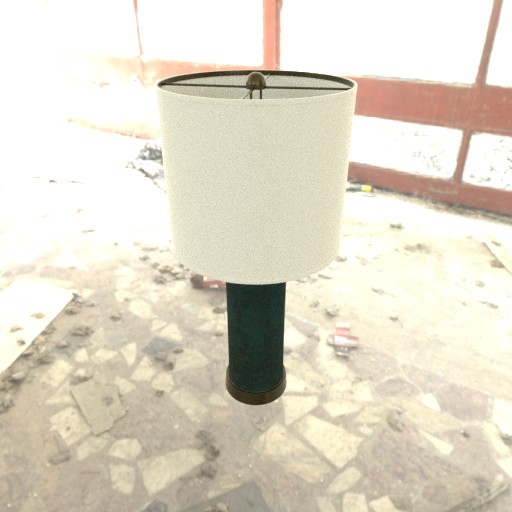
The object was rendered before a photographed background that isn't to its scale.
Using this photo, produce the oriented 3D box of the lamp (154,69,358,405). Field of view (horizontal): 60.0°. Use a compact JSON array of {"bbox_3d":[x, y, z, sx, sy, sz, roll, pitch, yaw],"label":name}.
[{"bbox_3d":[0.000,0.000,0.816,0.301,0.630,0.301,-19,34,-30],"label":"lamp"}]
